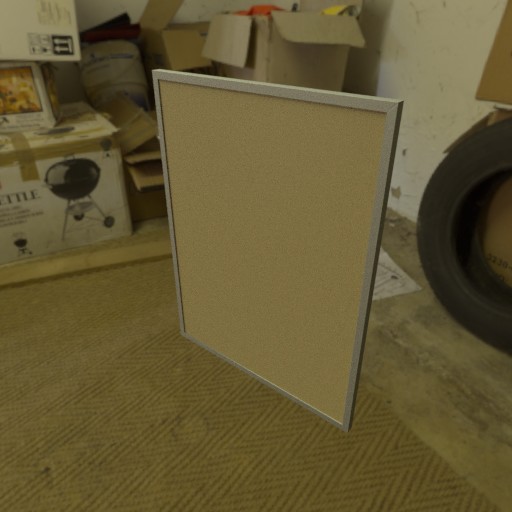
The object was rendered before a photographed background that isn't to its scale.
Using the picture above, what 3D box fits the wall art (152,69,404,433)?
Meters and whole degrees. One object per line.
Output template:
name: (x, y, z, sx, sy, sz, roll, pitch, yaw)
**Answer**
wall art: (0.000, 0.000, 1.413, 0.789, 1.042, 0.034, 22, 36, 33)
